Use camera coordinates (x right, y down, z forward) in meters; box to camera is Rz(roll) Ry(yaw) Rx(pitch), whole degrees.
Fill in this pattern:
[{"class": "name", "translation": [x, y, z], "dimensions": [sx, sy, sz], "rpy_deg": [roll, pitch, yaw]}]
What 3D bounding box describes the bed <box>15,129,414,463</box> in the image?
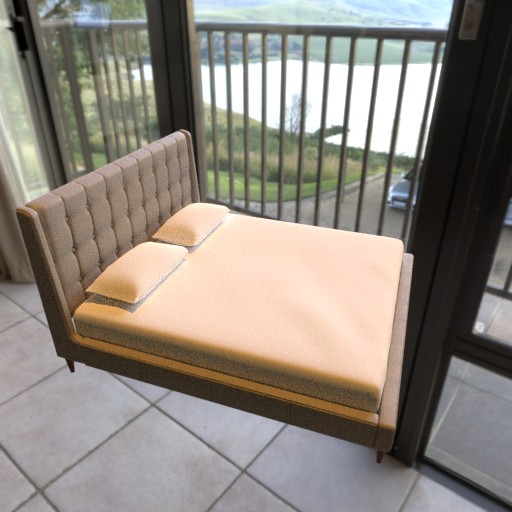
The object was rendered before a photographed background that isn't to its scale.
[{"class": "bed", "translation": [0.000, 0.000, 3.423], "dimensions": [2.342, 1.289, 2.062], "rpy_deg": [10, 31, 17]}]
